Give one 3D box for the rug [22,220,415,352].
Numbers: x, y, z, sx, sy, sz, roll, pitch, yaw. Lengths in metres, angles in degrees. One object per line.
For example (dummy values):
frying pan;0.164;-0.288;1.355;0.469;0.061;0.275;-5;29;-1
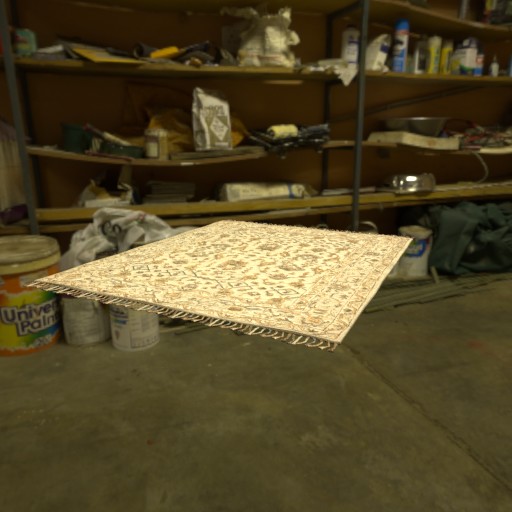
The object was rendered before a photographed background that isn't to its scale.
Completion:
rug;0.000;0.000;4.126;2.426;0.034;3.061;7;17;26
